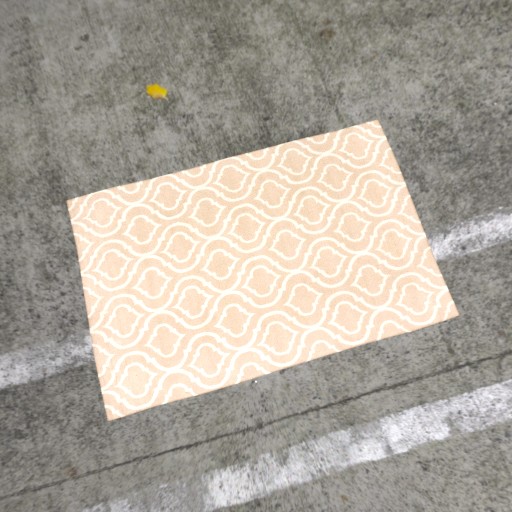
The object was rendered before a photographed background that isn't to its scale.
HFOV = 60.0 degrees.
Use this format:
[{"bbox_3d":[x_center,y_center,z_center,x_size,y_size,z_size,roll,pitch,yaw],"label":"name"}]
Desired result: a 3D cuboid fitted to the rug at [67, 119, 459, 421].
[{"bbox_3d":[0.000,0.000,2.250,1.761,0.013,1.152,-16,75,-4],"label":"rug"}]
